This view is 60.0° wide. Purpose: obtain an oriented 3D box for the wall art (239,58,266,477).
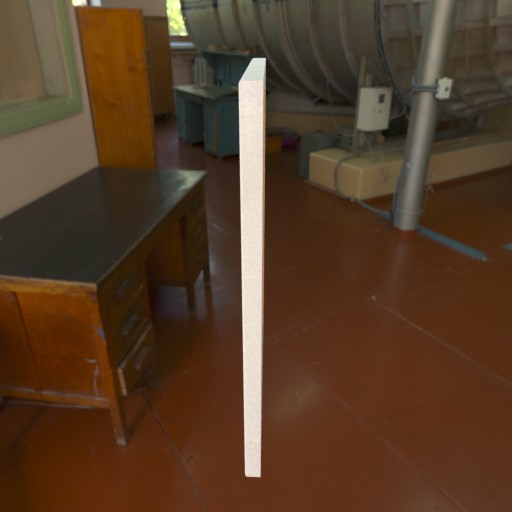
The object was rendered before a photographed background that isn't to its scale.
[{"bbox_3d":[0.000,0.000,1.156,0.038,0.912,0.607,1,27,1],"label":"wall art"}]
